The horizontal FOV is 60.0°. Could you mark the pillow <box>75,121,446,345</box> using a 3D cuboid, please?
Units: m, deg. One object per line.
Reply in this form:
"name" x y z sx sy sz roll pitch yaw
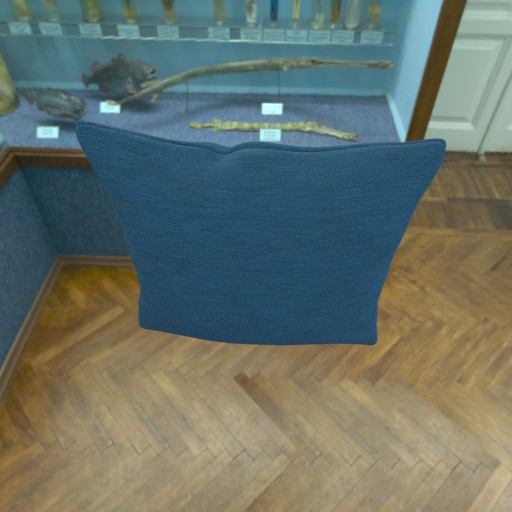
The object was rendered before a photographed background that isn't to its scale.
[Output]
"pillow" 0.000 0.000 0.663 0.437 0.420 0.177 4 47 3
